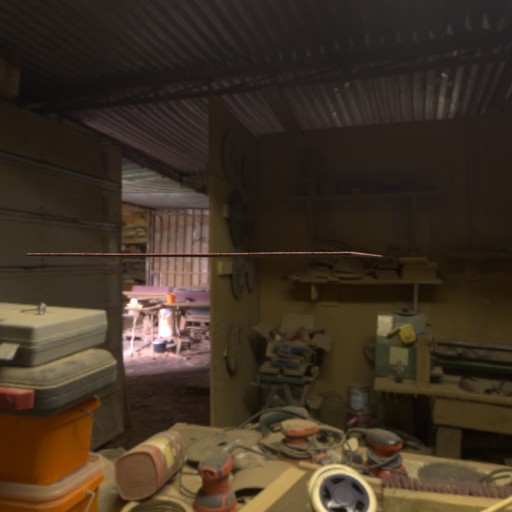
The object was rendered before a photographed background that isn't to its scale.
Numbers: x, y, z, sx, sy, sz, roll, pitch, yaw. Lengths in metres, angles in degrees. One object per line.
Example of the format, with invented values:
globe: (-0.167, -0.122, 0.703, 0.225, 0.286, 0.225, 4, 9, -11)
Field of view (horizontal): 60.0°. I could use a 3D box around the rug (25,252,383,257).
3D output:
rug: (0.000, 0.000, 2.215, 1.139, 0.011, 1.747, 0, 0, 19)
